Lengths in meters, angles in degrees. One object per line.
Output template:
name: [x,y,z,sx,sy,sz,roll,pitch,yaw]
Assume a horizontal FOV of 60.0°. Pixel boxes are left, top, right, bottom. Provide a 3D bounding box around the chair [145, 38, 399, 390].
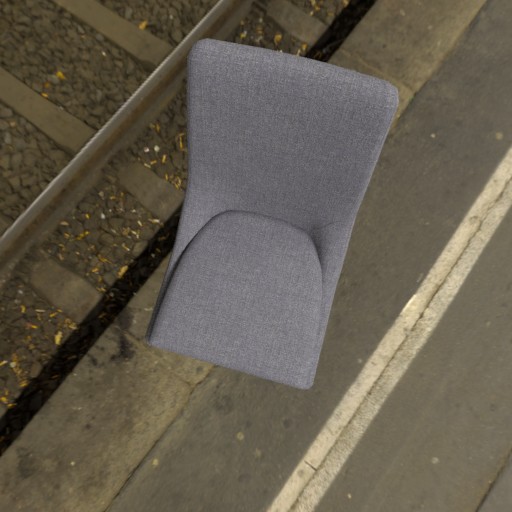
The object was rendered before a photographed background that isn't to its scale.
chair: [0.000,0.000,1.298,0.508,0.952,0.655,15,76,4]
